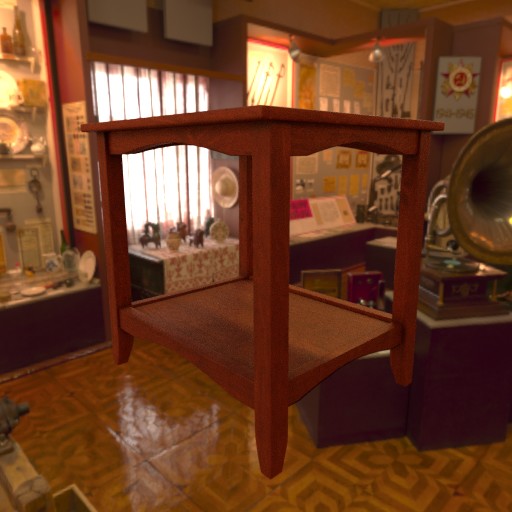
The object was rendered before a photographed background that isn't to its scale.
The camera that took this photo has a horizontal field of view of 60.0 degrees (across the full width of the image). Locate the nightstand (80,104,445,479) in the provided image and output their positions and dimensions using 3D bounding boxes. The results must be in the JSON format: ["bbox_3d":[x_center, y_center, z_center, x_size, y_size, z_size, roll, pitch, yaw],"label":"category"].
[{"bbox_3d":[0.000,0.000,0.971,0.501,0.558,0.558,-12,18,-42],"label":"nightstand"}]
